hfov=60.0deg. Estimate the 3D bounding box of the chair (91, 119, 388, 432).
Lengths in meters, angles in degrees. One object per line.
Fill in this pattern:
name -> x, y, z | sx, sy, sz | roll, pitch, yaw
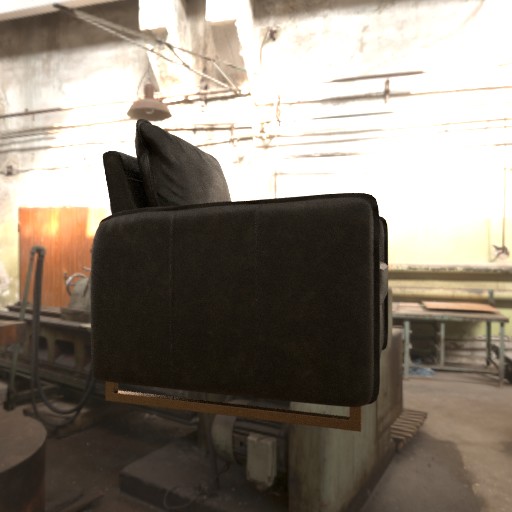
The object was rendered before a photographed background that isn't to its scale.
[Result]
chair -> 0.000, 0.000, 1.626 | 0.921, 0.921, 0.830 | 0, 0, 18
